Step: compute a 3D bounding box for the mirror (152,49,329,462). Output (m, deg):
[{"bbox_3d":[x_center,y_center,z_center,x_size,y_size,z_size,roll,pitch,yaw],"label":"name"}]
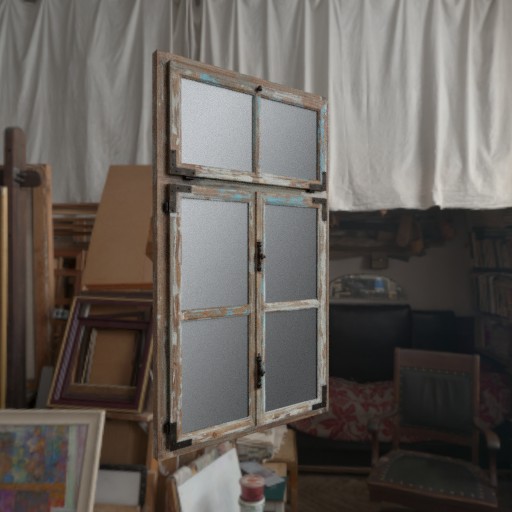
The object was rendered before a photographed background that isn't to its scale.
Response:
[{"bbox_3d":[0.000,0.000,1.506,0.707,1.213,0.083,0,1,-36],"label":"mirror"}]
